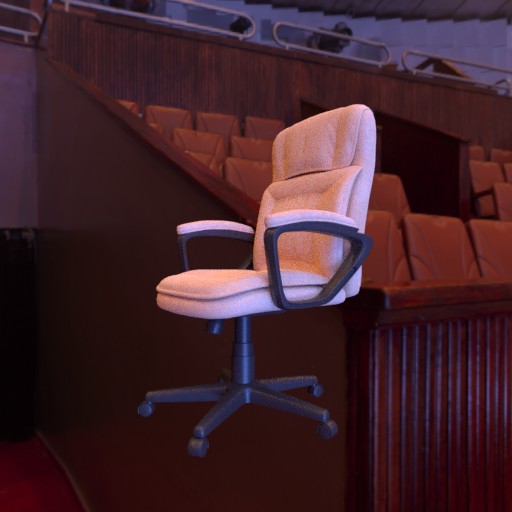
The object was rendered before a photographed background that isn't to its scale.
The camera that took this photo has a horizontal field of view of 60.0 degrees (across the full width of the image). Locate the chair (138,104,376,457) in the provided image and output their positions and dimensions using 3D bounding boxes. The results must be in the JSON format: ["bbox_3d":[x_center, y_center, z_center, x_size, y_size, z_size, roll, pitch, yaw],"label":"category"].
[{"bbox_3d":[0.000,0.000,1.569,0.724,1.105,0.667,0,1,-35],"label":"chair"}]
